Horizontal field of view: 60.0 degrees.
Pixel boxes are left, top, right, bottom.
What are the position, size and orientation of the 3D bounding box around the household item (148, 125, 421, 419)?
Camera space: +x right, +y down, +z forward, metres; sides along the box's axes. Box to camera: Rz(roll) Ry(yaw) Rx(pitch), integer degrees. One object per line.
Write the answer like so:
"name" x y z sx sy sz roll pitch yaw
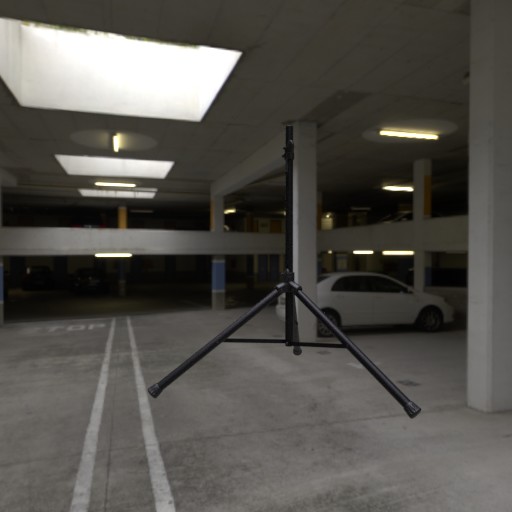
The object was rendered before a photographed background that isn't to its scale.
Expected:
"household item" 0.000 0.000 1.901 0.907 1.136 1.045 0 1 -17
